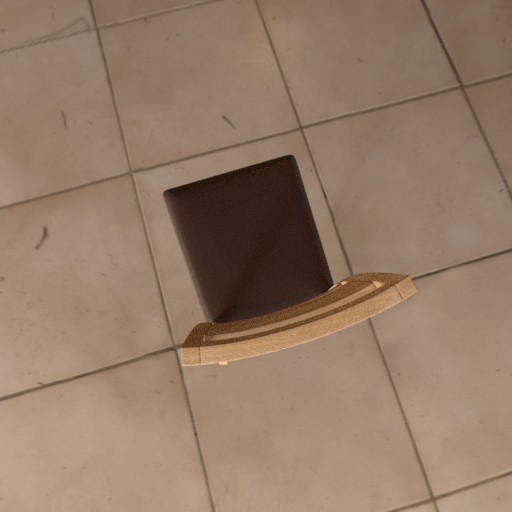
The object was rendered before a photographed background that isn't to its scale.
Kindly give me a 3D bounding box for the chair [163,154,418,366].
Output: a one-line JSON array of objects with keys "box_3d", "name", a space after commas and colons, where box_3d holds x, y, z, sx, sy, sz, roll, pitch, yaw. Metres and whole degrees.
[{"box_3d": [0.000, 0.000, 1.218, 0.420, 0.940, 0.545, -17, 76, -4], "name": "chair"}]
